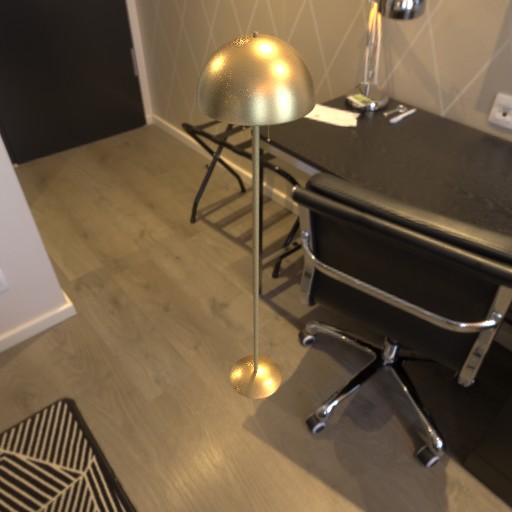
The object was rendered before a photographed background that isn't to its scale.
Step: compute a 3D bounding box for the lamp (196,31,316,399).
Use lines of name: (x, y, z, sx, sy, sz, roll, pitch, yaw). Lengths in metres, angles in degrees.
lamp: (0.000, 0.000, 1.592, 0.328, 1.480, 0.328, 13, 42, 15)
